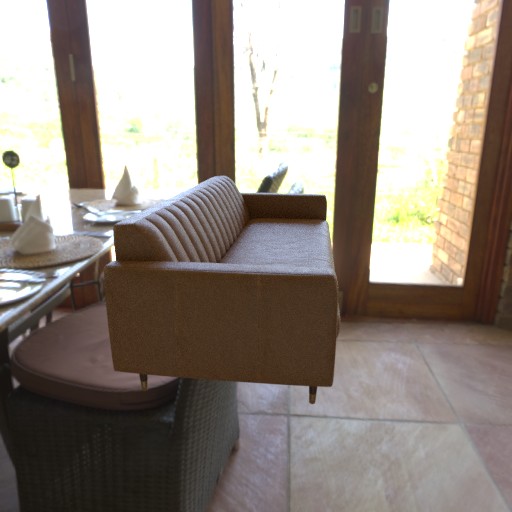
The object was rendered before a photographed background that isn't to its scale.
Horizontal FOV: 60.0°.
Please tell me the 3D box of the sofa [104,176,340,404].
[{"bbox_3d":[0.000,0.000,2.876,0.990,0.821,2.291,2,16,7],"label":"sofa"}]
